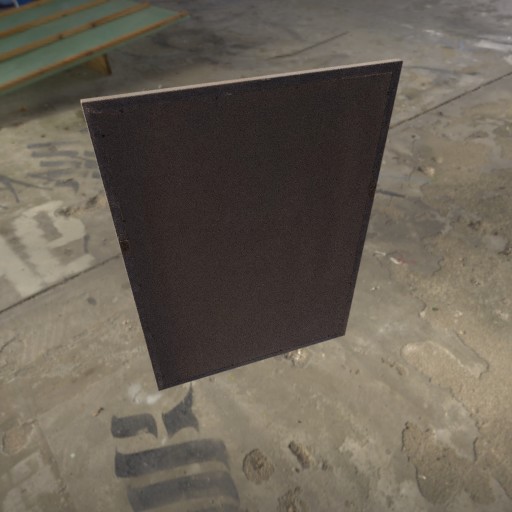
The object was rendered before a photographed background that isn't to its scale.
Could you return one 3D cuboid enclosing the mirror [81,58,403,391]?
[{"bbox_3d":[0.000,0.000,1.259,0.705,0.996,0.025,-13,43,-14],"label":"mirror"}]
